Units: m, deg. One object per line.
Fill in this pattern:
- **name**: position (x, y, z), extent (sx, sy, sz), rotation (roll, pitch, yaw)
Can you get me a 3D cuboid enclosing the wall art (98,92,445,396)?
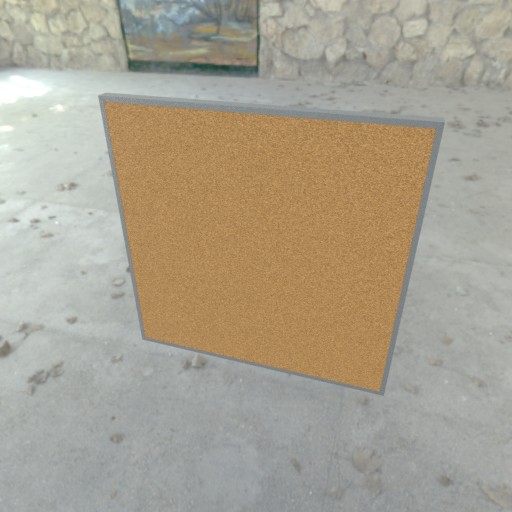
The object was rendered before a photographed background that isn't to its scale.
- **wall art**: position (0.000, 0.000, 1.223), extent (0.809, 0.807, 0.038), rotation (9, 33, 15)
